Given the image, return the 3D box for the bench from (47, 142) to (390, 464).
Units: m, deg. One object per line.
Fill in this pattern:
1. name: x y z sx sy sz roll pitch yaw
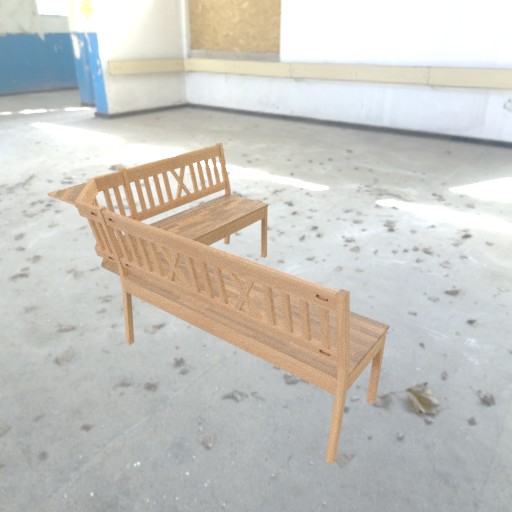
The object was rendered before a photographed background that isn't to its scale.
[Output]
1. bench: 0.000 0.000 2.792 1.937 0.902 1.537 19 32 33
